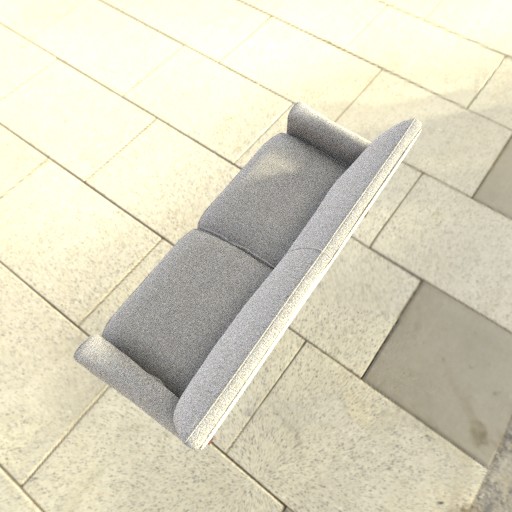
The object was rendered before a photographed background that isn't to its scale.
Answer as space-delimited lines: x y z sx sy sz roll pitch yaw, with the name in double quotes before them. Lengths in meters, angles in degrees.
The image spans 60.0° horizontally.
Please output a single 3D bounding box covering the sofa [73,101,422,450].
"sofa" 0.000 0.000 2.531 0.854 0.942 2.026 32 67 15
